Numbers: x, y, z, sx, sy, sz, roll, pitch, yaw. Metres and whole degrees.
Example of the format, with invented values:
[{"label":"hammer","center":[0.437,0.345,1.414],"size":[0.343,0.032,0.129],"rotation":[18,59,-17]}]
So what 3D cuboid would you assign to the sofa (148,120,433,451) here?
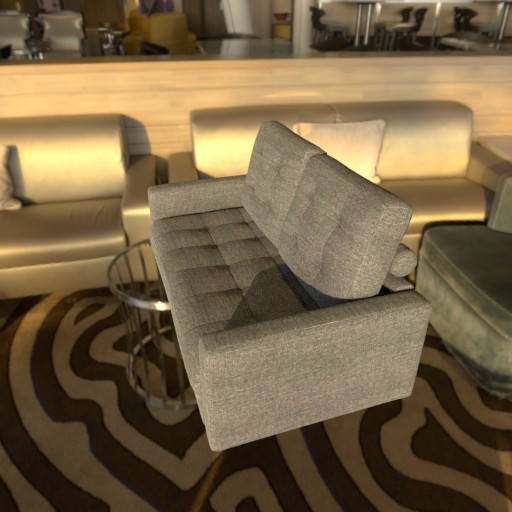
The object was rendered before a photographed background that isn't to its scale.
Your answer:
[{"label":"sofa","center":[0.000,0.000,1.992],"size":[0.842,0.907,1.407],"rotation":[-10,31,-16]}]
